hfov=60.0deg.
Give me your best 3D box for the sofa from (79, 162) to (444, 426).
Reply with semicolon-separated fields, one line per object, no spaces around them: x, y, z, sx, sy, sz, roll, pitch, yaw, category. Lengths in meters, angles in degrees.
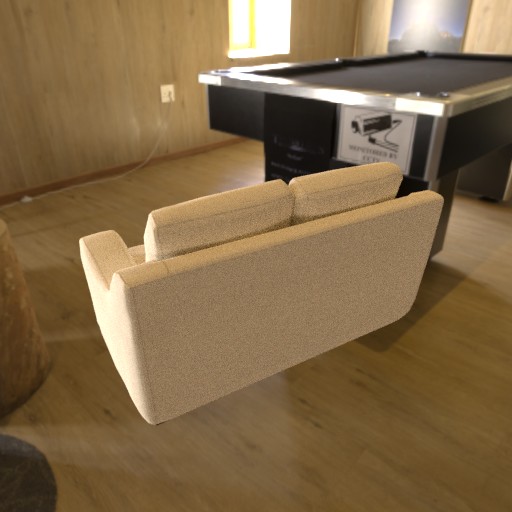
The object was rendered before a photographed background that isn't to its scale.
0.000;0.000;2.483;1.744;1.047;1.040;-16;33;-27;sofa
